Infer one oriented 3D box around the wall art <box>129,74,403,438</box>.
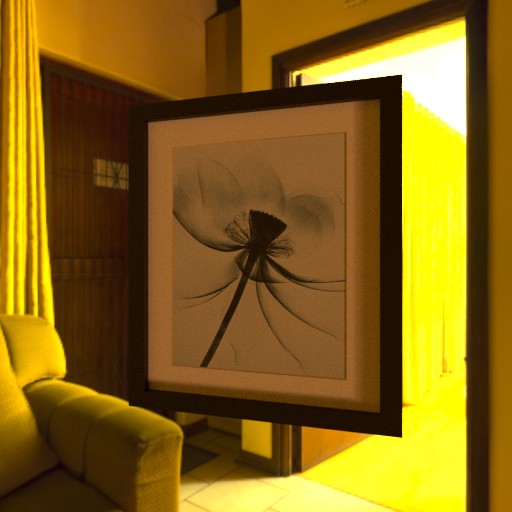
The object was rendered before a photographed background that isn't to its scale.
[{"bbox_3d":[0.000,0.000,0.527,0.330,0.381,0.029,0,0,18],"label":"wall art"}]
